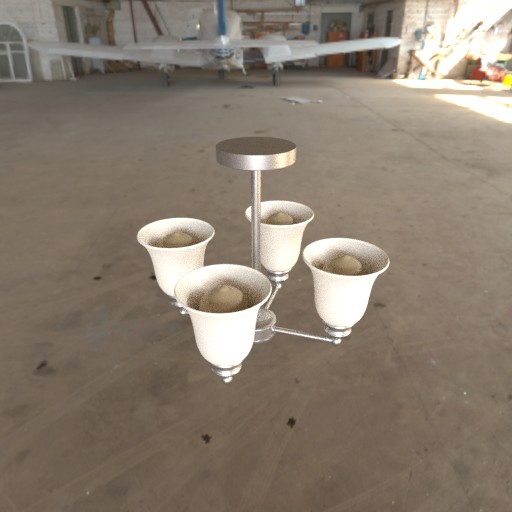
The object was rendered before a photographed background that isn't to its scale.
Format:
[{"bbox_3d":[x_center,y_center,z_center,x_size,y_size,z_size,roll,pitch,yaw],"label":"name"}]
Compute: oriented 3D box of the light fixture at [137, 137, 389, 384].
[{"bbox_3d":[0.000,0.000,0.745,0.427,0.370,0.427,8,28,16],"label":"light fixture"}]
